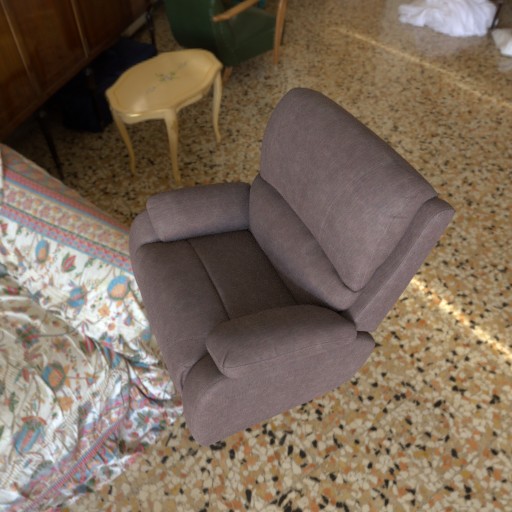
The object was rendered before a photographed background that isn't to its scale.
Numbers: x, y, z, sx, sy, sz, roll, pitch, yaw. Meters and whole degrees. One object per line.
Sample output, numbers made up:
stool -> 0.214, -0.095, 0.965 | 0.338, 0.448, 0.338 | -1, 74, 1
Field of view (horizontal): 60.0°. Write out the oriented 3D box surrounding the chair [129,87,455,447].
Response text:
chair -> 0.000, 0.000, 1.712 | 0.899, 1.011, 0.930 | -18, 48, -17
